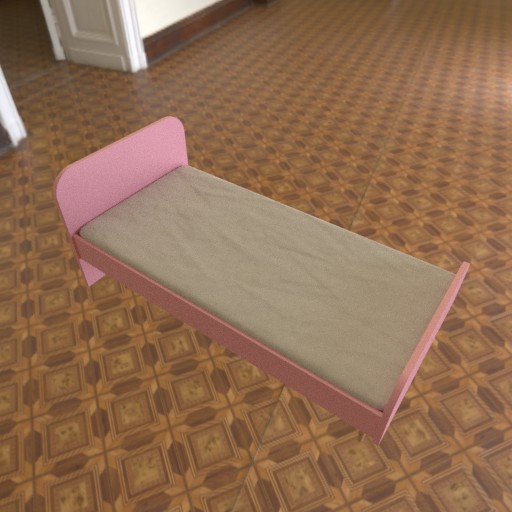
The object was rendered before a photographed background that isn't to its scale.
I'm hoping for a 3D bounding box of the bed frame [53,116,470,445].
[{"bbox_3d":[0.000,0.000,2.441,1.963,0.805,0.998,26,48,26],"label":"bed frame"}]
